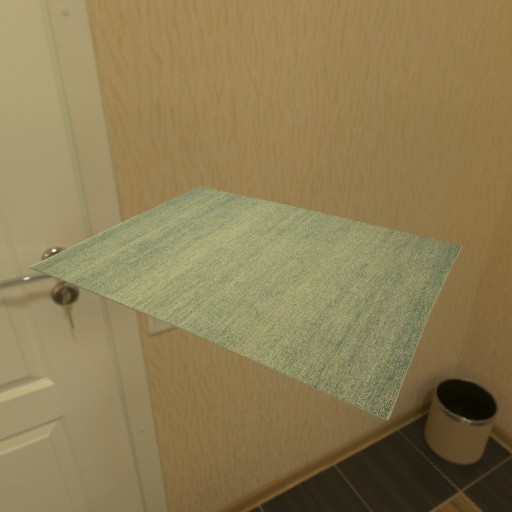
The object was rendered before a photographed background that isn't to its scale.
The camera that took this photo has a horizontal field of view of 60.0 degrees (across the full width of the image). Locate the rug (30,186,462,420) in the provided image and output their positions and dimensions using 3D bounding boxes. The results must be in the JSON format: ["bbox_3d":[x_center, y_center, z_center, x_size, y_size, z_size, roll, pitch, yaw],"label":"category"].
[{"bbox_3d":[0.000,0.000,4.124,3.237,0.046,2.461,17,33,27],"label":"rug"}]
